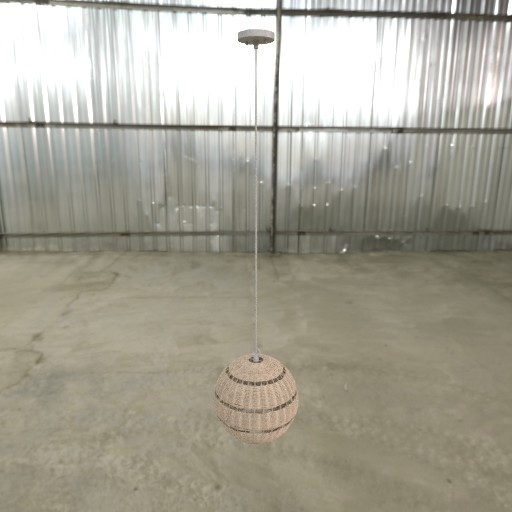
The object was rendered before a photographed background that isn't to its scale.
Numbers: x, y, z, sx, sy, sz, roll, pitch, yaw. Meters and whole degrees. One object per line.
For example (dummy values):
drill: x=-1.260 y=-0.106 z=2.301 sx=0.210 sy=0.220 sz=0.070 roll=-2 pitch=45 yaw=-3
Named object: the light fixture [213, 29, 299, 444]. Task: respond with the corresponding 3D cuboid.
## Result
light fixture: x=0.000 y=0.000 z=2.196 sx=0.457 sy=2.019 sz=0.457 roll=7 pitch=15 yaw=25
